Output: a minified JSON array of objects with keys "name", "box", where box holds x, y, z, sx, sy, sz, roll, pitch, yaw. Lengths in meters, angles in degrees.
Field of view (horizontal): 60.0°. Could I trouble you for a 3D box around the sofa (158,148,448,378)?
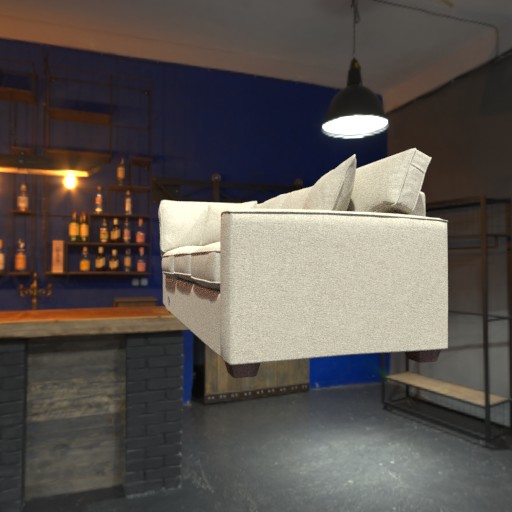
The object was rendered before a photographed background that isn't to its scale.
[{"name":"sofa","box":[0.000,0.000,2.882,1.053,0.948,2.323,0,-1,-18]}]
